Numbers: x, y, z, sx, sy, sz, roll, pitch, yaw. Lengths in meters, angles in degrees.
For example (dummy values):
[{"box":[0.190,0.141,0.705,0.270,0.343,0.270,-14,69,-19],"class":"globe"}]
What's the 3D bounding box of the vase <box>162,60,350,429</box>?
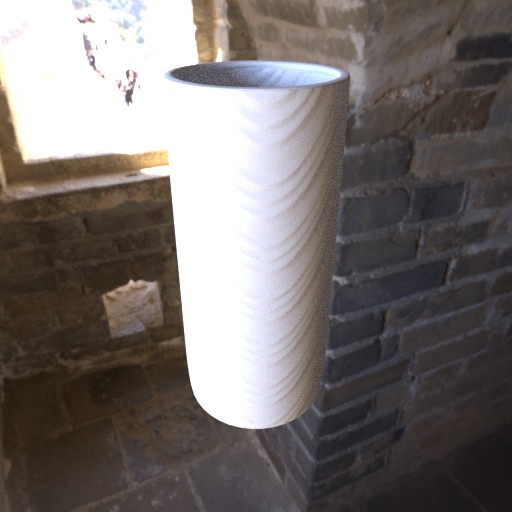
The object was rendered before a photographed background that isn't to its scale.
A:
[{"box":[0.000,0.000,0.407,0.143,0.316,0.143,0,30,0],"class":"vase"}]
